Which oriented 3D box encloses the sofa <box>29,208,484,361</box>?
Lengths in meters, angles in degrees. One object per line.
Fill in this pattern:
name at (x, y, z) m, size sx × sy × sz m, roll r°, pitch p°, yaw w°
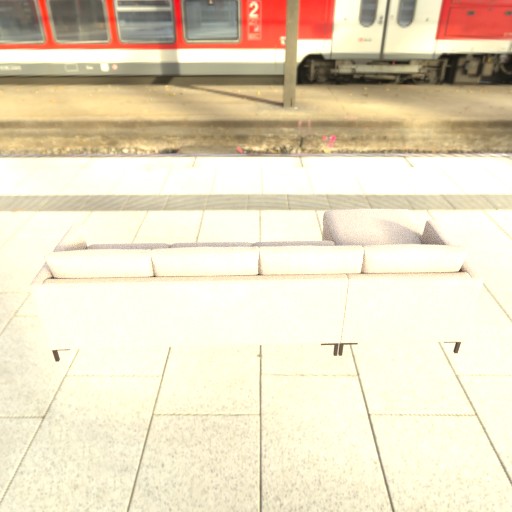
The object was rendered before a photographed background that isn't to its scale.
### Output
sofa at (0.000, 0.000, 3.506) m, size 2.923 × 0.816 × 1.469 m, roll -1°, pitch 31°, yaw -1°
